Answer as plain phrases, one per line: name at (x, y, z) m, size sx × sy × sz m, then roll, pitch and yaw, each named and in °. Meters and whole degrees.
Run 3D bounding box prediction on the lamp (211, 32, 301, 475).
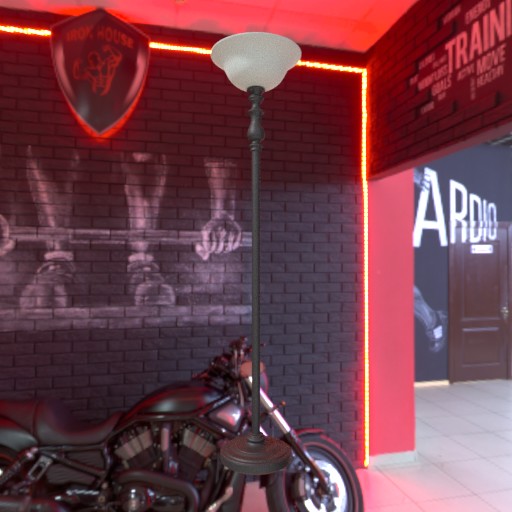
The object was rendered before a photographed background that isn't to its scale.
lamp at (0.000, 0.000, 1.969) m, size 0.405 × 1.797 × 0.405 m, roll 0°, pitch -1°, yaw 19°
